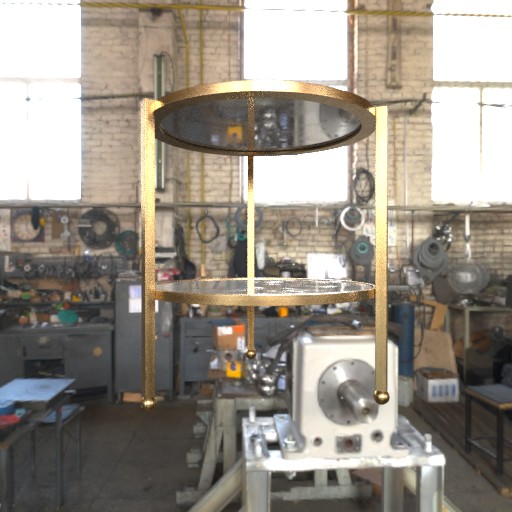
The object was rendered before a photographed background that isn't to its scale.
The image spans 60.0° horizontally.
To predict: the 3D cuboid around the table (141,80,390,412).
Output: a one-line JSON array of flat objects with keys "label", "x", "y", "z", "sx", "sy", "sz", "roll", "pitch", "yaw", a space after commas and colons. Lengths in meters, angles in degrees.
[{"label": "table", "x": 0.000, "y": 0.000, "z": 0.450, "sx": 0.243, "sy": 0.269, "sz": 0.231, "roll": 0, "pitch": 1, "yaw": -35}]
